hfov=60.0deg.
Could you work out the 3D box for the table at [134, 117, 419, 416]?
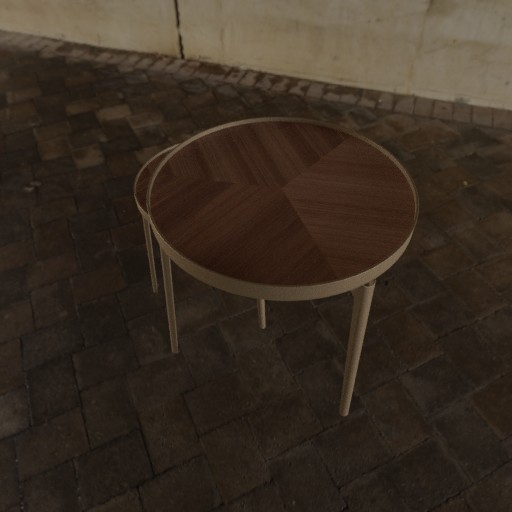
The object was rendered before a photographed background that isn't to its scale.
[{"bbox_3d":[0.000,0.000,1.131,0.532,0.555,0.751,-30,53,-25],"label":"table"}]
